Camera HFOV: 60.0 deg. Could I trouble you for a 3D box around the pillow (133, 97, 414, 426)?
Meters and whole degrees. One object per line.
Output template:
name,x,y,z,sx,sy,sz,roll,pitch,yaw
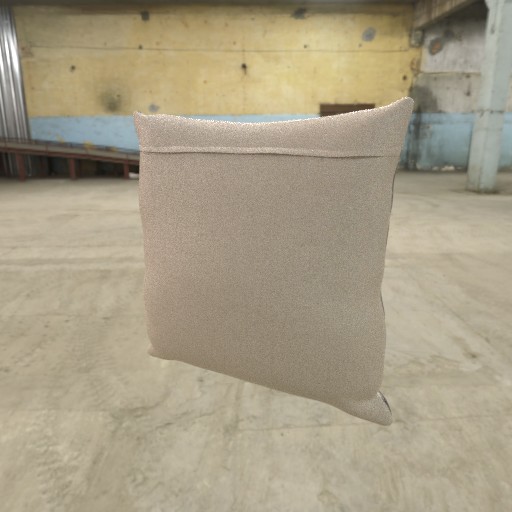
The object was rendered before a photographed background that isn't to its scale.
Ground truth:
pillow,0.000,0.000,0.671,0.440,0.441,0.182,8,17,26
